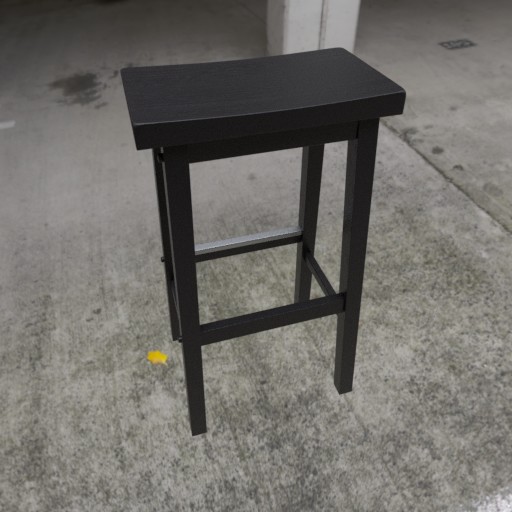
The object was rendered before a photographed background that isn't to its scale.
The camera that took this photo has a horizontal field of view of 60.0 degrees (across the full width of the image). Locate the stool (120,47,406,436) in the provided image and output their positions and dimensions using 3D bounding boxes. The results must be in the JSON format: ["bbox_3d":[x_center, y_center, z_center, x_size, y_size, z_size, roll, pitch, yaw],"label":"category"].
[{"bbox_3d":[0.000,0.000,0.943,0.406,0.742,0.322,-11,42,-13],"label":"stool"}]
